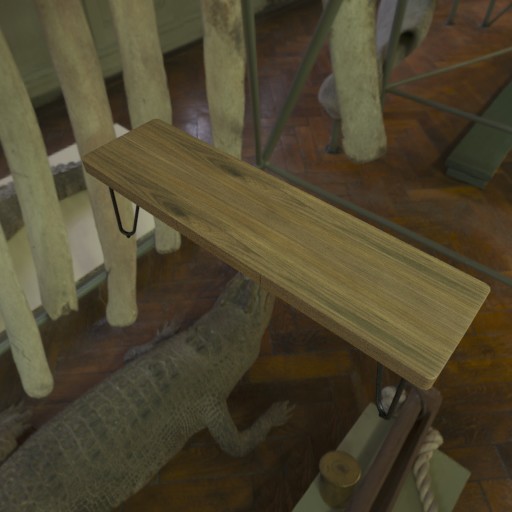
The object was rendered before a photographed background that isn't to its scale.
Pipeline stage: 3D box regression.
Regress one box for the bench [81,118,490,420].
[{"bbox_3d":[0.000,0.000,1.778,1.570,0.462,0.425,32,55,26],"label":"bench"}]
